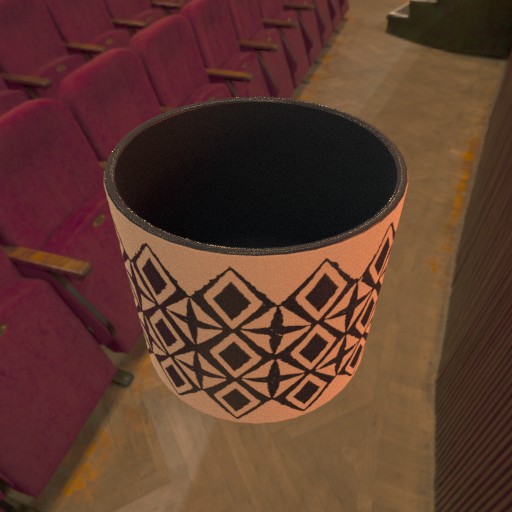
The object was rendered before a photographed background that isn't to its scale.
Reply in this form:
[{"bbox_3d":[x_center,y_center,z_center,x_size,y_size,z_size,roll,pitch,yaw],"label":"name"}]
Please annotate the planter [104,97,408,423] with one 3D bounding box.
[{"bbox_3d":[0.000,0.000,0.284,0.159,0.144,0.159,0,42,0],"label":"planter"}]
